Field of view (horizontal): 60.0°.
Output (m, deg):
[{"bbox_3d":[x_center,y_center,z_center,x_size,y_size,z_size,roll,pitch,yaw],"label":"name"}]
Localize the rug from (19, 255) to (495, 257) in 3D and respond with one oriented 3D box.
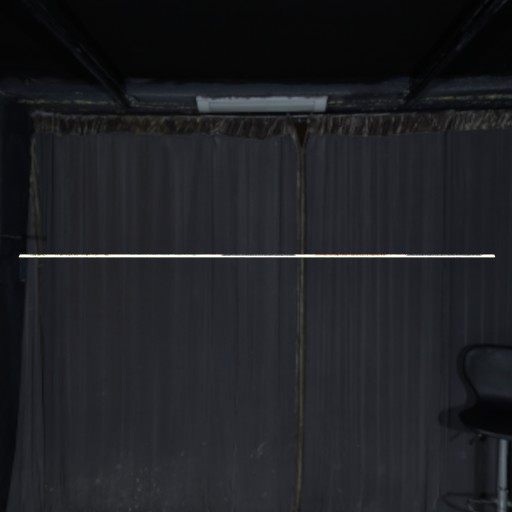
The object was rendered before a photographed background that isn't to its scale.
[{"bbox_3d":[0.000,0.000,2.471,2.287,0.011,0.687,0,0,1],"label":"rug"}]
